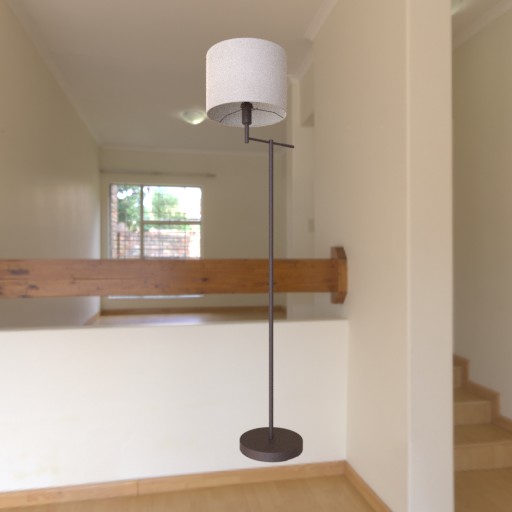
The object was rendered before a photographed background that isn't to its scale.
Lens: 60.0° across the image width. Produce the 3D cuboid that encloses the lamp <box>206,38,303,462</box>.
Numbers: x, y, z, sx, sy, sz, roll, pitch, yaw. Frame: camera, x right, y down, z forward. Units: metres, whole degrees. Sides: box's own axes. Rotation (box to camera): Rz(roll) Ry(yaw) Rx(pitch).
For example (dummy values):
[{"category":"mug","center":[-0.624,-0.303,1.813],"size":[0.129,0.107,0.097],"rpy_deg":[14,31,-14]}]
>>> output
[{"category":"lamp","center":[0.000,0.000,1.809],"size":[0.416,1.600,0.324],"rpy_deg":[0,0,-36]}]
